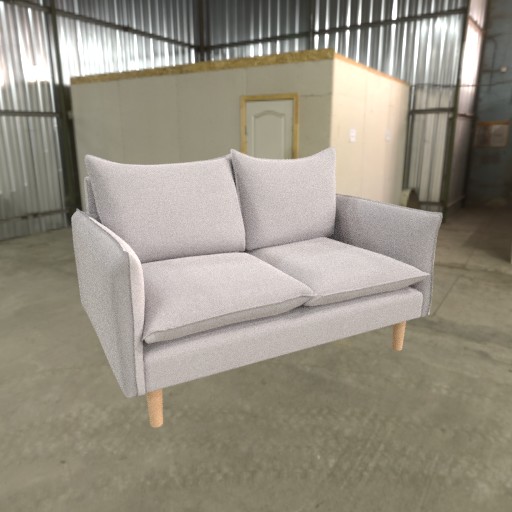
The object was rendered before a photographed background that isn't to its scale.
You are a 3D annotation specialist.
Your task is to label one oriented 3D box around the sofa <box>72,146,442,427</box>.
[{"bbox_3d":[0.000,0.000,1.821,1.300,0.840,0.820,-9,18,-28],"label":"sofa"}]
